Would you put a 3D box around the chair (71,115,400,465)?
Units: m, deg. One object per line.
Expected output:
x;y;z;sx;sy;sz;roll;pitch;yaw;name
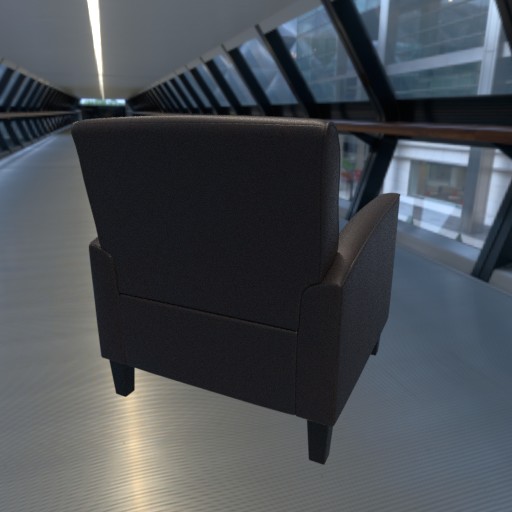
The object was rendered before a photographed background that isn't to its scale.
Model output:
0.000;0.000;1.527;0.820;0.916;0.819;8;19;25;chair
